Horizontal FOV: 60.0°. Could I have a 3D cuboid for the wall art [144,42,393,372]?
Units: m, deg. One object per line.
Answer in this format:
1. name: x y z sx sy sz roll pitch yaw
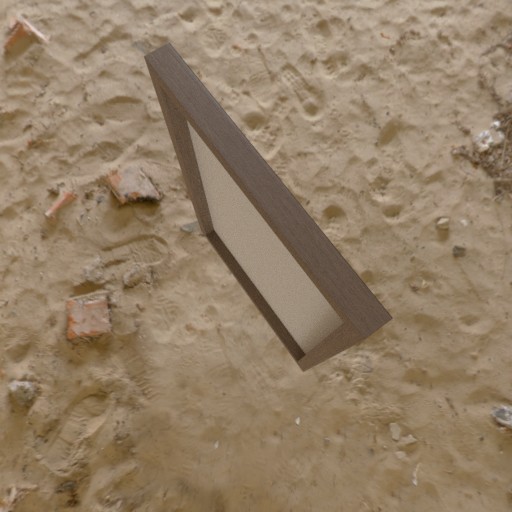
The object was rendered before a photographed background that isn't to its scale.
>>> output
1. wall art: 0.000 0.000 0.661 0.032 0.510 0.358 -34 75 -10
